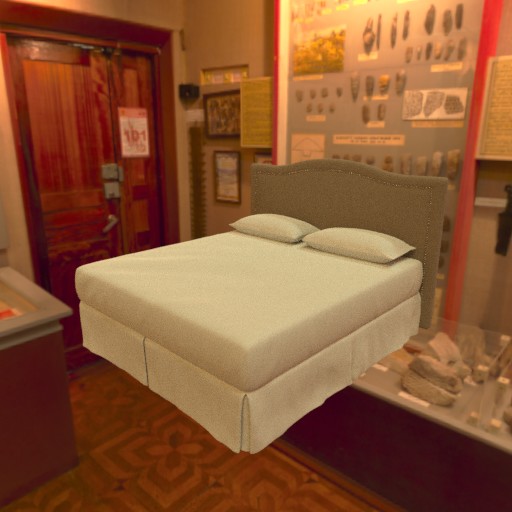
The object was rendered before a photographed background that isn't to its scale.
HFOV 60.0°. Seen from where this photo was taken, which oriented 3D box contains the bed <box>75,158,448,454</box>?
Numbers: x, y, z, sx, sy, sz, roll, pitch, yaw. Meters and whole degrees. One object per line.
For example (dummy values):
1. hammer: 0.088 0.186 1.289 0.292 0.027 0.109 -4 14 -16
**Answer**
1. bed: 0.000 0.000 3.541 2.083 1.421 2.182 15 22 42
